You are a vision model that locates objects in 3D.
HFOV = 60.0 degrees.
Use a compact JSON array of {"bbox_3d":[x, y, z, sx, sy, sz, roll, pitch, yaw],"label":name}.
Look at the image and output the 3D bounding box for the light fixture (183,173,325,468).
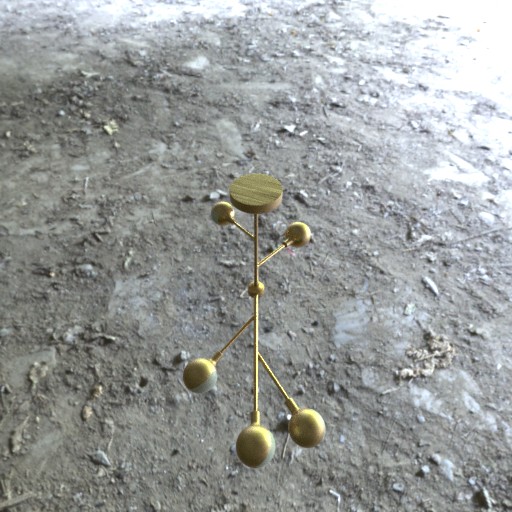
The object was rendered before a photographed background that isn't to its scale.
[{"bbox_3d":[0.000,0.000,0.971,0.434,0.362,0.778,11,46,11],"label":"light fixture"}]
